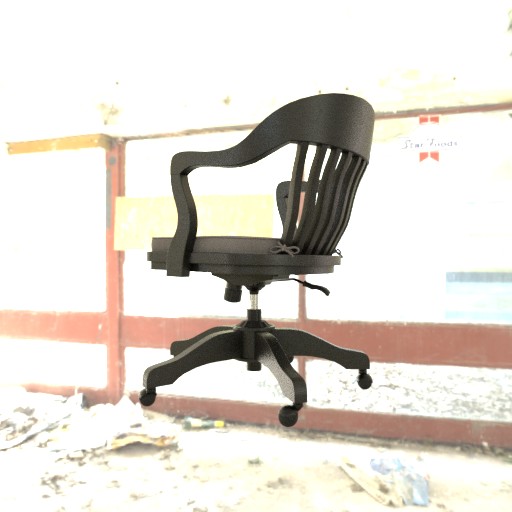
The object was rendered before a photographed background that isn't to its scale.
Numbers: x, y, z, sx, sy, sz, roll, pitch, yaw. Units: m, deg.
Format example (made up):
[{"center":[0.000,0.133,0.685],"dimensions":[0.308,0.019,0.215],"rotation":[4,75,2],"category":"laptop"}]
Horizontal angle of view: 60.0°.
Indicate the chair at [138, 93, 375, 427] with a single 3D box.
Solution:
[{"center":[0.000,0.000,1.489],"dimensions":[0.788,0.878,0.750],"rotation":[0,-1,36],"category":"chair"}]
